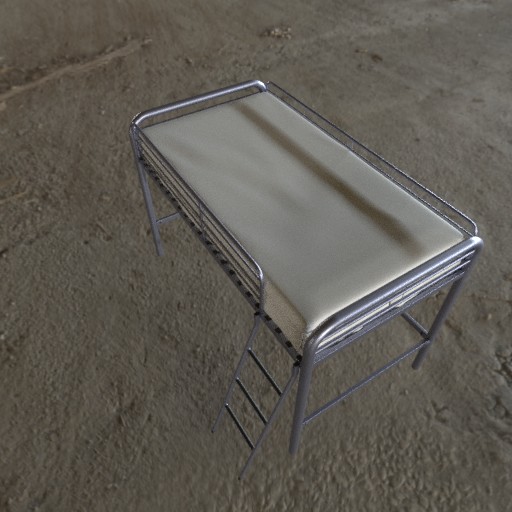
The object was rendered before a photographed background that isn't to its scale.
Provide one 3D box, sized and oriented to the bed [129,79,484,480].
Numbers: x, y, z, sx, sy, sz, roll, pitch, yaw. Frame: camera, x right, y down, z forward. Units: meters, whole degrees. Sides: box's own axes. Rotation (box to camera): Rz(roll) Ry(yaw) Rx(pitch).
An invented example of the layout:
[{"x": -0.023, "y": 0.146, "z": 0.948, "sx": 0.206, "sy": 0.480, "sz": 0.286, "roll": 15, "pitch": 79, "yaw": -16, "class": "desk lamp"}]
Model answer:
[{"x": 0.000, "y": 0.000, "z": 2.863, "sx": 1.415, "sy": 1.288, "sz": 1.965, "roll": -25, "pitch": 52, "yaw": -22, "class": "bed"}]
